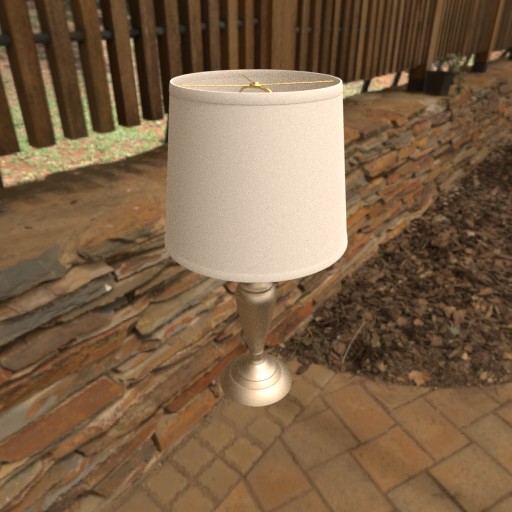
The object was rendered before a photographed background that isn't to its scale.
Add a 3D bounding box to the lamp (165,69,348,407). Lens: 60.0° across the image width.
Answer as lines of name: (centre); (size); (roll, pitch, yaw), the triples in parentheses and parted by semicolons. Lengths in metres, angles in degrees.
lamp: (0.000, 0.000, 0.830); (0.328, 0.619, 0.328); (0, 29, 0)
